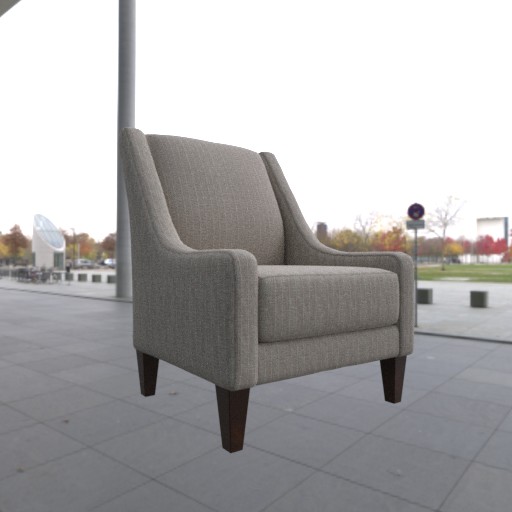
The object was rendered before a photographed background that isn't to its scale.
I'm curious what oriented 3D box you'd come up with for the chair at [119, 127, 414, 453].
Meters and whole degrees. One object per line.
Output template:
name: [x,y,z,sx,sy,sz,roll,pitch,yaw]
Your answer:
chair: [0.000,0.000,1.641,0.774,1.014,0.870,0,0,-36]
